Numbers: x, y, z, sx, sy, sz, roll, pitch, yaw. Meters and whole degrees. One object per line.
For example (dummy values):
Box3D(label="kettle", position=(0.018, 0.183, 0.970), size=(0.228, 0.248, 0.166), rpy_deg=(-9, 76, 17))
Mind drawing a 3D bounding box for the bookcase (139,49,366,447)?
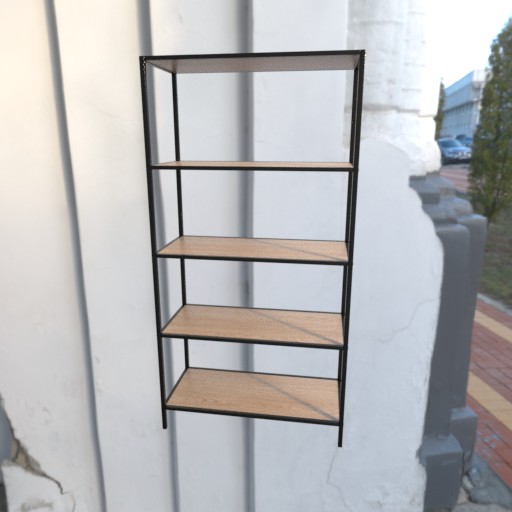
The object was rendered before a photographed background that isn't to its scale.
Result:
Box3D(label="bookcase", position=(0.000, 0.000, 1.844), size=(0.770, 1.500, 0.350), rpy_deg=(2, 15, 9))
